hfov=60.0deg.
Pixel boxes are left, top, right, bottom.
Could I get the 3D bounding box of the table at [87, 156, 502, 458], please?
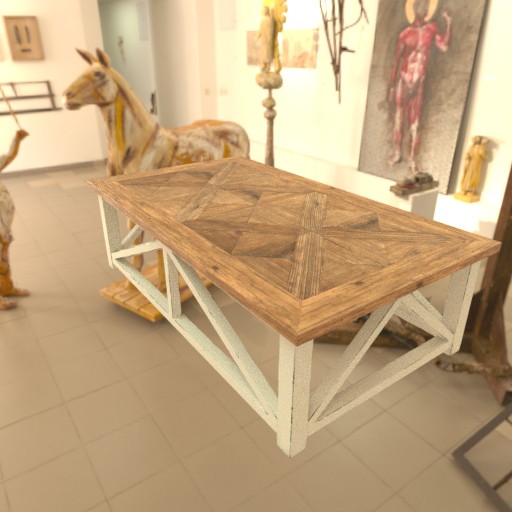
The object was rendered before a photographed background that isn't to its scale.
[{"bbox_3d":[0.000,0.000,1.711,0.800,0.410,1.400,-17,31,-32],"label":"table"}]
